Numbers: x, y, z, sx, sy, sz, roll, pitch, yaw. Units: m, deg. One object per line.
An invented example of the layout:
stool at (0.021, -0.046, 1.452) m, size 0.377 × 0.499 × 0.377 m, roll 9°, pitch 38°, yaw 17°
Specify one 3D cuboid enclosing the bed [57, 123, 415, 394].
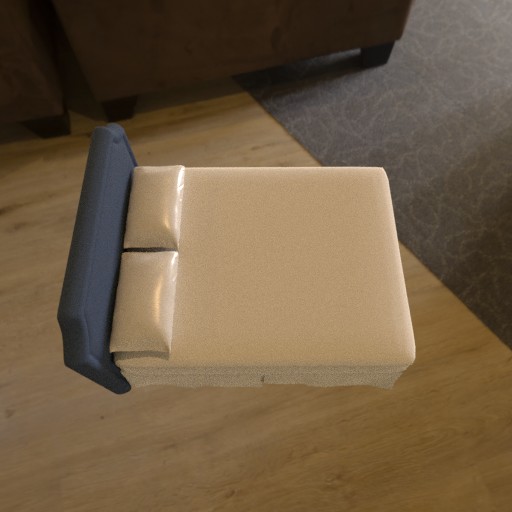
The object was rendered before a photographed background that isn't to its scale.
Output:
bed at (0.000, 0.000, 3.336) m, size 2.260 × 1.297 × 1.831 m, roll 0°, pitch 65°, yaw 0°
